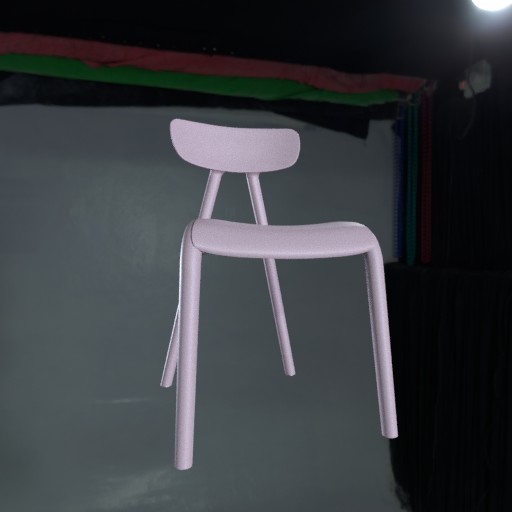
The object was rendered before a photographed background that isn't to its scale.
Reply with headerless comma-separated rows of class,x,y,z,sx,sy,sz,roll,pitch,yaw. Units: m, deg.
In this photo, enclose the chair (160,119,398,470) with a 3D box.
chair,0.000,0.000,0.840,0.356,0.580,0.401,0,1,-18
